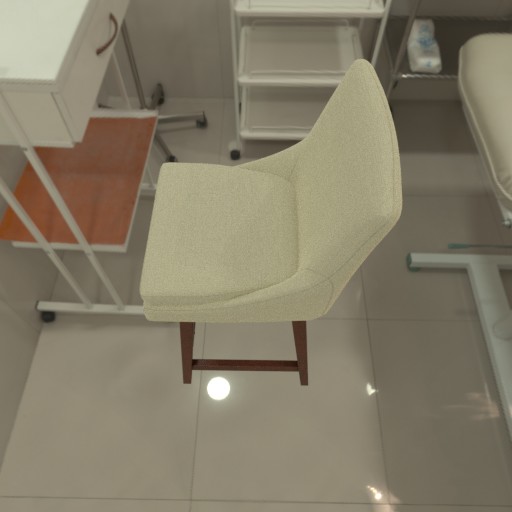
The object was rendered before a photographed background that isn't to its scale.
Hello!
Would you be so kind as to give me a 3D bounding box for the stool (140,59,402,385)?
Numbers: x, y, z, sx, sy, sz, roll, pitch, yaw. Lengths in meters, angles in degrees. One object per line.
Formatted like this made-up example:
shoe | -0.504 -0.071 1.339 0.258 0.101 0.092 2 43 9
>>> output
stool | 0.000 0.000 1.288 0.559 0.991 0.469 1 58 0
